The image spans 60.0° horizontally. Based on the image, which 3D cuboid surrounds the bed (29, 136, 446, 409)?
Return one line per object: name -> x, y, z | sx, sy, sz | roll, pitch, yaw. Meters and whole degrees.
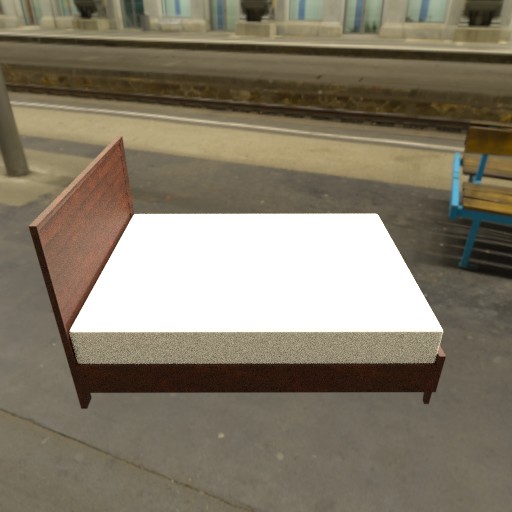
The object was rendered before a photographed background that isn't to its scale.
bed -> 0.000, 0.000, 3.137 | 2.184, 1.270, 1.600 | 0, 30, 0
